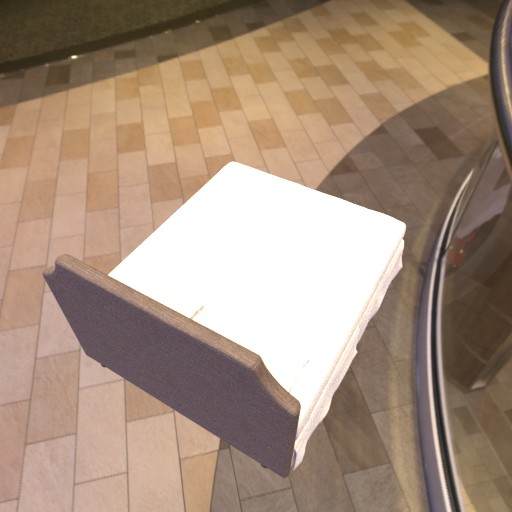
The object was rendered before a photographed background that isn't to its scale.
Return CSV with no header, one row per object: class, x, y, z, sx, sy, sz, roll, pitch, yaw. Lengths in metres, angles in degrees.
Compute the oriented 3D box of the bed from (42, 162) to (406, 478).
bed,0.000,0.000,4.176,2.350,1.590,2.773,24,52,20
